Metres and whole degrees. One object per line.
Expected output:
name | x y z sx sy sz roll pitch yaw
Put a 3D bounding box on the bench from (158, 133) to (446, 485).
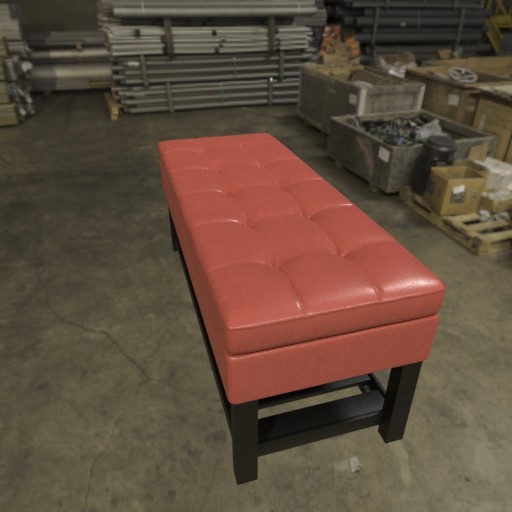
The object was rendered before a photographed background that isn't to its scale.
bench | 0.000 0.000 1.324 0.432 0.460 1.105 -9 32 -14
